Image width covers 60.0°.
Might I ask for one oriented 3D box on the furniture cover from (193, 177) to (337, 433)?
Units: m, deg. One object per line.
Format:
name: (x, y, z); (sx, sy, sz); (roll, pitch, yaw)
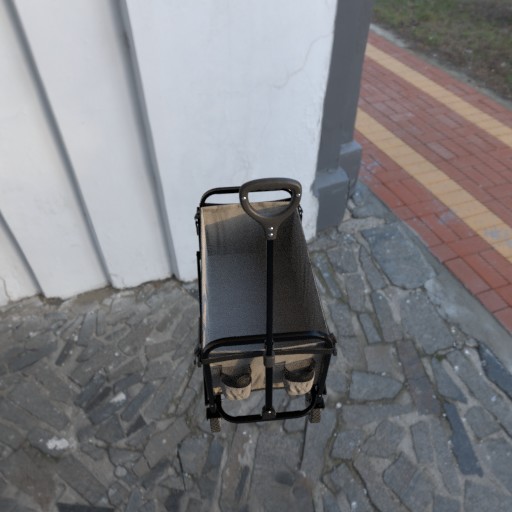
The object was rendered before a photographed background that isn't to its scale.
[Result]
furniture cover: (0.000, 0.000, 1.782); (0.532, 1.295, 1.038); (-4, 46, -4)
